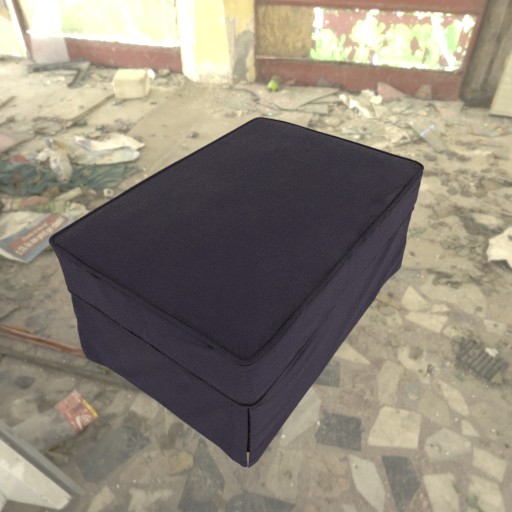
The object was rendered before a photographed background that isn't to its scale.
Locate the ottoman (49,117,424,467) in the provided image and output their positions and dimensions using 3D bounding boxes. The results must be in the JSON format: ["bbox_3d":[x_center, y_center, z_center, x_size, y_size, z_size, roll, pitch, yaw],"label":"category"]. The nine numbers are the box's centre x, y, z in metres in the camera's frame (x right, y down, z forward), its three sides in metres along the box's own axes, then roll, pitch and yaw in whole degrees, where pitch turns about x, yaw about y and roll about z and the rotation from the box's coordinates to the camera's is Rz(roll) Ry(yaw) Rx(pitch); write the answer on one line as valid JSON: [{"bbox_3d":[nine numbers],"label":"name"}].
[{"bbox_3d":[0.000,0.000,1.323,0.637,0.503,0.938,25,47,26],"label":"ottoman"}]
